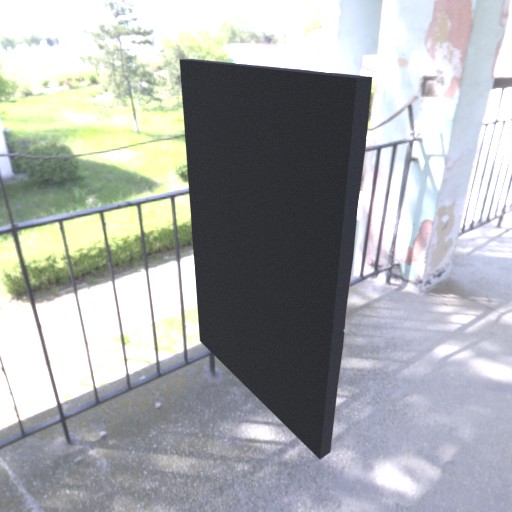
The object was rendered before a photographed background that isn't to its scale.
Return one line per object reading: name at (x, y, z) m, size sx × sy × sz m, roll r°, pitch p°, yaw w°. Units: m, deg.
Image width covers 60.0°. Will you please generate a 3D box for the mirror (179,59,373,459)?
mirror at (0.000, 0.000, 1.155) m, size 0.044 × 0.912 × 0.606 m, roll -19°, pitch 33°, yaw -32°
